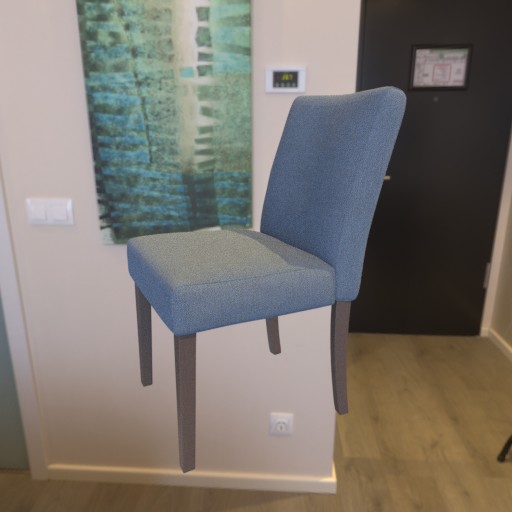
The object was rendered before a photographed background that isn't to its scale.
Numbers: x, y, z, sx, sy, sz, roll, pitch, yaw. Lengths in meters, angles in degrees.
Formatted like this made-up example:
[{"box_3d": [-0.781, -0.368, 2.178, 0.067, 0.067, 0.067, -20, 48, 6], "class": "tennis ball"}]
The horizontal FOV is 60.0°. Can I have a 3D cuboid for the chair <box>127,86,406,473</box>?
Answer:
[{"box_3d": [0.000, 0.000, 1.240, 0.629, 0.882, 0.487, -8, 18, -26], "class": "chair"}]
